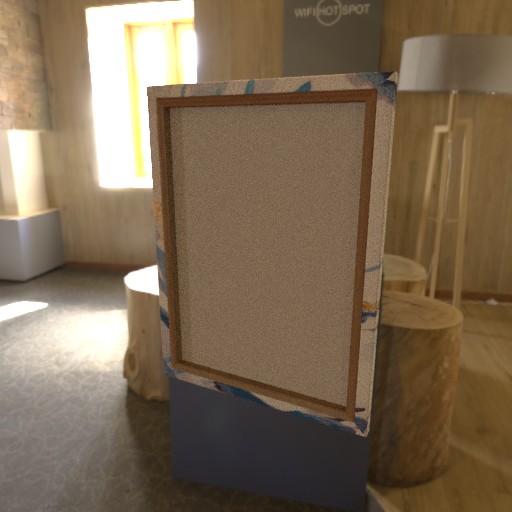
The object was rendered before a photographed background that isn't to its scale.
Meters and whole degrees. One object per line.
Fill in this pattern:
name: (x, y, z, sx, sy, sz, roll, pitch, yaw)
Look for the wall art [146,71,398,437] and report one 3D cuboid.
wall art: (0.000, 0.000, 1.367, 0.761, 1.015, 0.038, 8, 18, 27)
